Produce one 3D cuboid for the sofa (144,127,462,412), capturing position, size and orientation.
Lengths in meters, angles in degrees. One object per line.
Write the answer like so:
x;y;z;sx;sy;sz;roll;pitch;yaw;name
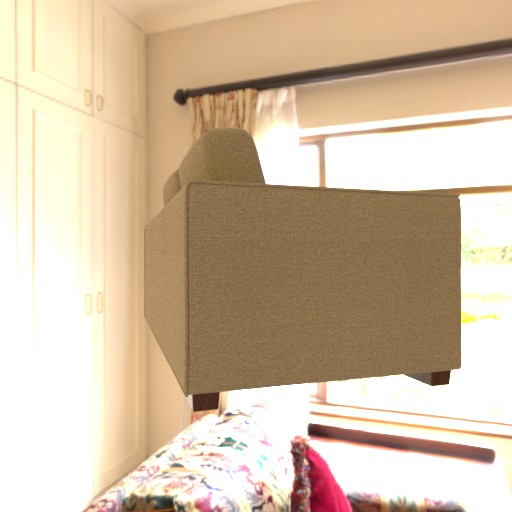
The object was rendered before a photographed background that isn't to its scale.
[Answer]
0.000;0.000;2.285;1.007;0.924;1.812;0;0;-18;sofa
